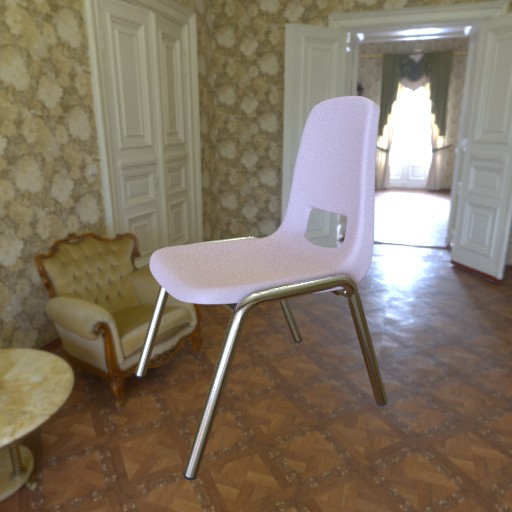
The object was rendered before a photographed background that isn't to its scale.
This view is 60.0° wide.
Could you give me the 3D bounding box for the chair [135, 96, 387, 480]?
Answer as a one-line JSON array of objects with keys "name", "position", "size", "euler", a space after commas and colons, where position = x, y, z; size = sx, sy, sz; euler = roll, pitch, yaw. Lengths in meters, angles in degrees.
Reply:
[{"name": "chair", "position": [0.000, 0.000, 0.844], "size": [0.423, 0.586, 0.354], "euler": [-8, 17, -26]}]
